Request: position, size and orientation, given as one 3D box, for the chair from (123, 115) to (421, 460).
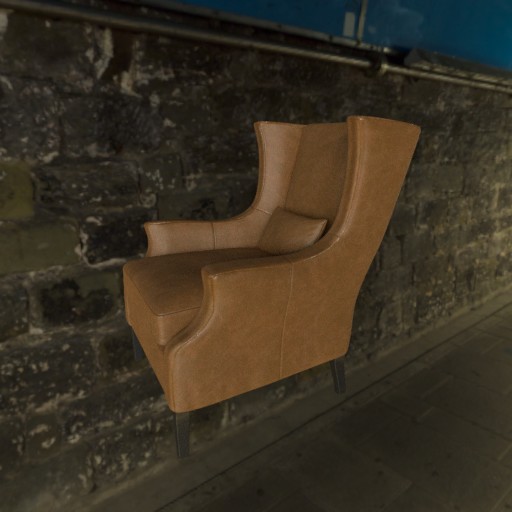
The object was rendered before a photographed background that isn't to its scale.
[{"bbox_3d":[0.000,0.000,1.708,0.925,1.016,0.852,-7,17,-25],"label":"chair"}]
